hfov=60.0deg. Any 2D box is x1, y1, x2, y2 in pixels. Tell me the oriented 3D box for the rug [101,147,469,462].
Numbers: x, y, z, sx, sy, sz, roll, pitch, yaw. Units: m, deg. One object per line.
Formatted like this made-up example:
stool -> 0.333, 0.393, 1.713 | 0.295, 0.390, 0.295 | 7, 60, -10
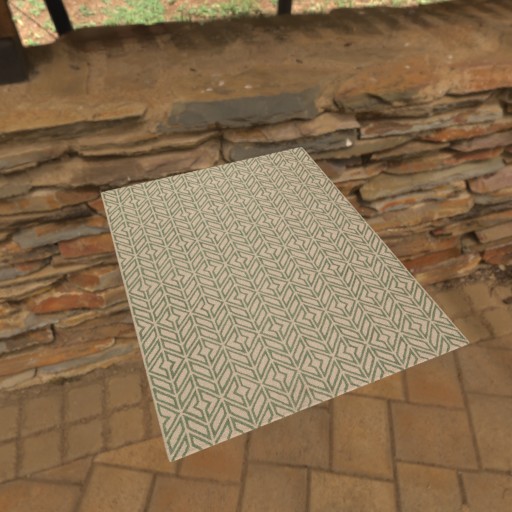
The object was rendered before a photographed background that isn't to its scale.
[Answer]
rug -> 0.000, 0.000, 4.184 | 2.441, 0.017, 3.050 | -16, 48, -15
